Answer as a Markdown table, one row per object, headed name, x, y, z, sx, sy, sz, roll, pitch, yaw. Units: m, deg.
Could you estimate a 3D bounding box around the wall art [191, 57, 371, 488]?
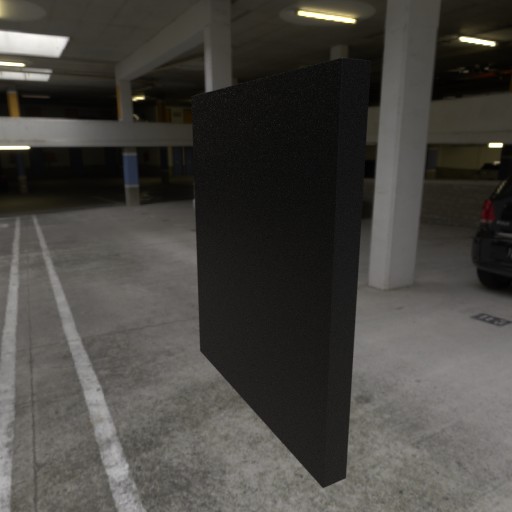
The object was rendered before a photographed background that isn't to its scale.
| name | x | y | z | sx | sy | sz | roll | pitch | yaw |
| --- | --- | --- | --- | --- | --- | --- | --- | --- | --- |
| wall art | 0.000 | 0.000 | 0.521 | 0.028 | 0.380 | 0.325 | -8 | 16 | -27 |
